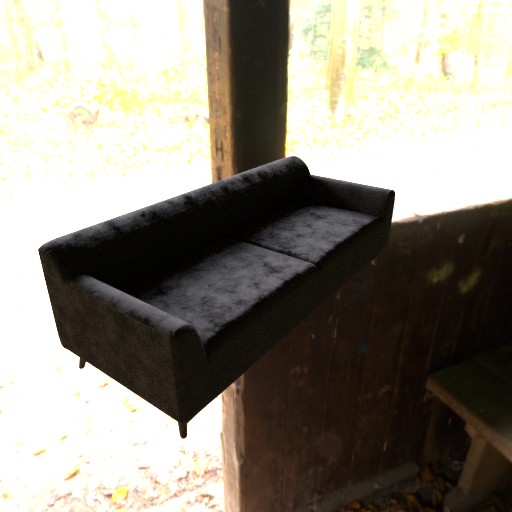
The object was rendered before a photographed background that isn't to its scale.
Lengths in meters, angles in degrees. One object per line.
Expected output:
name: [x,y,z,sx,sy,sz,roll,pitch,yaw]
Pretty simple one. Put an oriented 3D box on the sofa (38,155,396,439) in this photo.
sofa: [0.000,0.000,2.727,0.900,0.740,2.190,18,31,33]
